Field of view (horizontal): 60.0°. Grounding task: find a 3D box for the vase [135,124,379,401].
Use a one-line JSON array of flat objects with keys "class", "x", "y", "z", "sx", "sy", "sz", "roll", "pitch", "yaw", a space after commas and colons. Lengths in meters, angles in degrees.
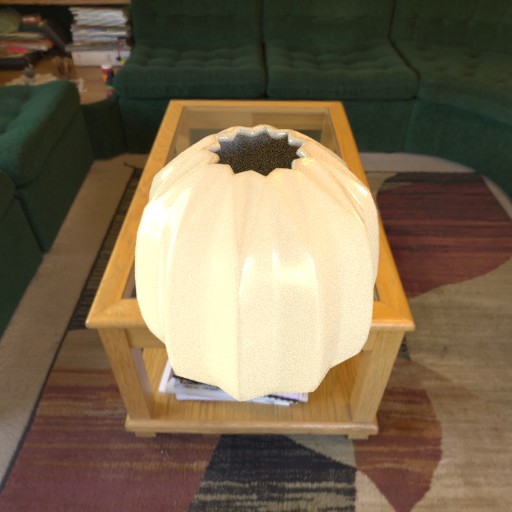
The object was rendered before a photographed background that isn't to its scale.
[{"class": "vase", "x": 0.000, "y": 0.000, "z": 0.251, "sx": 0.139, "sy": 0.134, "sz": 0.139, "roll": 0, "pitch": 42, "yaw": 0}]
